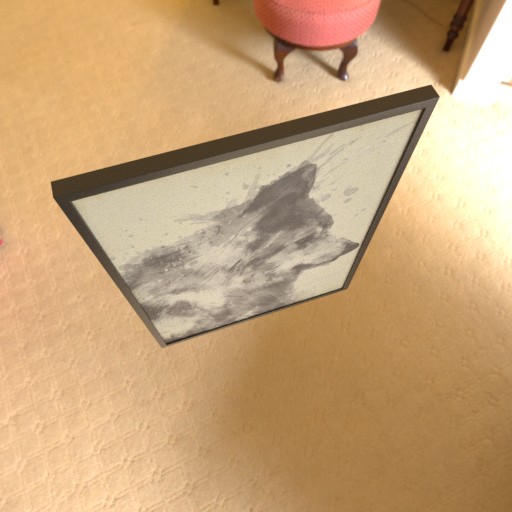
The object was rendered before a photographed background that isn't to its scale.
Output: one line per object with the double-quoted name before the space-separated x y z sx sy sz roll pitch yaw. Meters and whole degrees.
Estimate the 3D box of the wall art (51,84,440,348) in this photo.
"wall art" 0.000 0.000 1.358 0.804 1.061 0.039 -17 65 -8
